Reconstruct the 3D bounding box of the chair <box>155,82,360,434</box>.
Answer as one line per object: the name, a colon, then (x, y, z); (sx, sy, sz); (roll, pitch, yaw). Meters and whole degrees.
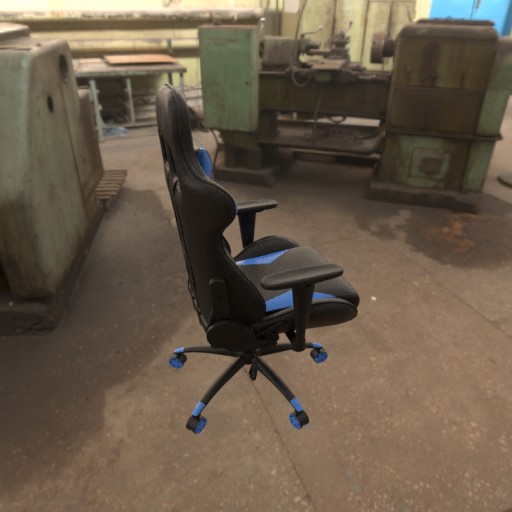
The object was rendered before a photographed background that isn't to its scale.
chair: (0.000, 0.000, 1.720); (0.730, 1.282, 0.695); (-10, 32, -17)
